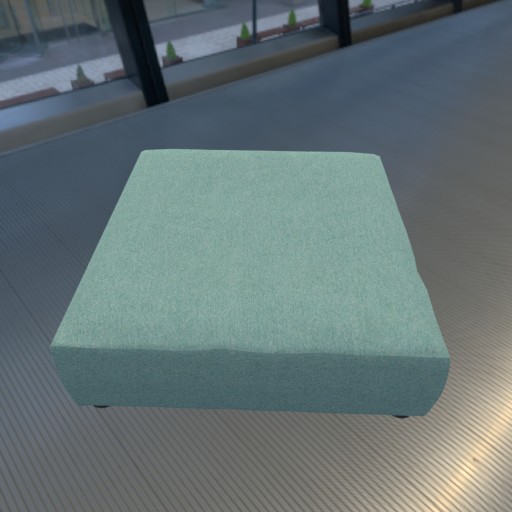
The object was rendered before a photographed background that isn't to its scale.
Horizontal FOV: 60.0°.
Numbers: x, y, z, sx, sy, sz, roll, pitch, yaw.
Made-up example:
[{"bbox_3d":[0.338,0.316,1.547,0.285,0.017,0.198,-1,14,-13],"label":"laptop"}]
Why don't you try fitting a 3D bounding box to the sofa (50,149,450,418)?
[{"bbox_3d":[0.000,0.000,1.418,0.930,0.330,0.930,1,42,2],"label":"sofa"}]
